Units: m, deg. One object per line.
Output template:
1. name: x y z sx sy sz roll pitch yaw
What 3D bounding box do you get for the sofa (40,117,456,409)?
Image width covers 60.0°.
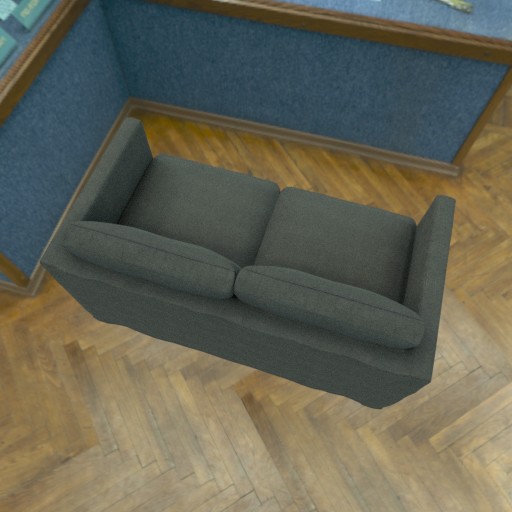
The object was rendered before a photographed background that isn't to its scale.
1. sofa: 0.000 0.000 2.345 1.802 0.854 0.974 16 64 8
